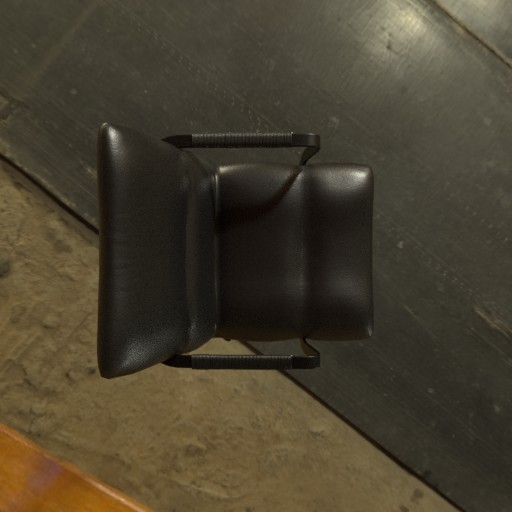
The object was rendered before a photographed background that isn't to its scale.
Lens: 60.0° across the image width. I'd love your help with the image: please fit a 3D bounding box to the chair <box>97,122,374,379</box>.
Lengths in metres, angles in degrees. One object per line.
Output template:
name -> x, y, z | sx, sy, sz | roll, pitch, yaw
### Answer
chair -> 0.000, 0.000, 1.430 | 0.748, 0.922, 0.719 | 0, 90, -2
